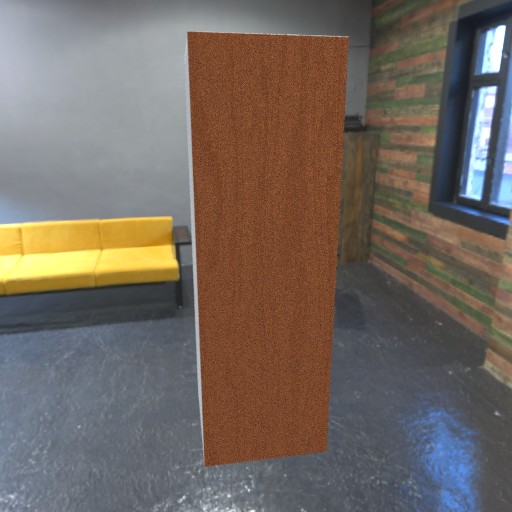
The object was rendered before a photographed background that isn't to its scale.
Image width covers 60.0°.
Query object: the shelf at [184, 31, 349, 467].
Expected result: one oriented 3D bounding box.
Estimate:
[{"bbox_3d":[0.000,0.000,1.047,0.290,0.900,0.300,-3,17,-9],"label":"shelf"}]
